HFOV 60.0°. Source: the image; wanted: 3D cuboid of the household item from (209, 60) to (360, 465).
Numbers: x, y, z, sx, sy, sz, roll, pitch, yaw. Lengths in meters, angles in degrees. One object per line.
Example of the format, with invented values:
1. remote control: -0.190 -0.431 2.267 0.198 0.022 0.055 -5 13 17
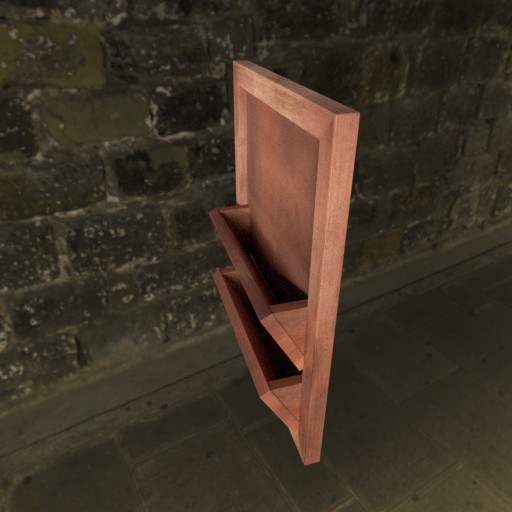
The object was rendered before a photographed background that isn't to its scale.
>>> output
1. household item: 0.000 0.000 0.546 0.067 0.407 0.310 -9 32 -14
